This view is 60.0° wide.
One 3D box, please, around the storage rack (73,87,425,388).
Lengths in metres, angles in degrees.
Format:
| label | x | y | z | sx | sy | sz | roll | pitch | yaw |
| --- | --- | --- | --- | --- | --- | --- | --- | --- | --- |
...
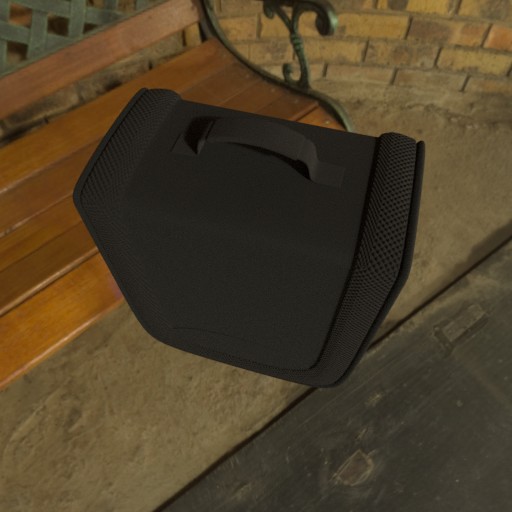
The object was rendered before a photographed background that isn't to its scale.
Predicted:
| label | x | y | z | sx | sy | sz | roll | pitch | yaw |
| --- | --- | --- | --- | --- | --- | --- | --- | --- | --- |
| storage rack | 0.000 | 0.000 | 0.538 | 0.297 | 0.387 | 0.168 | 14 | 58 | 9 |
